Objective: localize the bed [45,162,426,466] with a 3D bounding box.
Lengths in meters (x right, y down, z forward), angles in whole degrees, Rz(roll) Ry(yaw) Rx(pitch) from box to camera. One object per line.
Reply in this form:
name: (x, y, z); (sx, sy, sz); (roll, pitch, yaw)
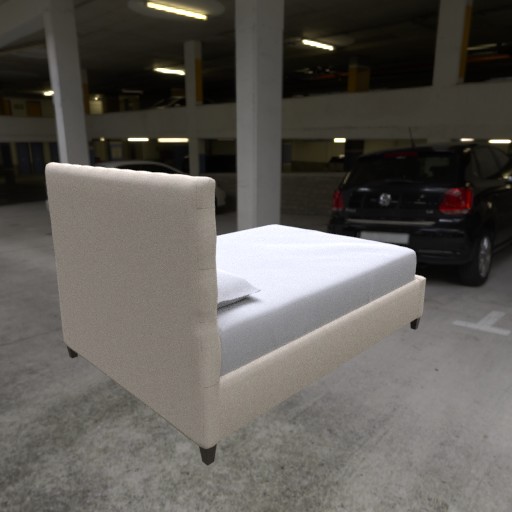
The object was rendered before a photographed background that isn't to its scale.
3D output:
bed: (0.000, 0.000, 3.390); (1.698, 1.427, 2.387); (14, 21, 43)
